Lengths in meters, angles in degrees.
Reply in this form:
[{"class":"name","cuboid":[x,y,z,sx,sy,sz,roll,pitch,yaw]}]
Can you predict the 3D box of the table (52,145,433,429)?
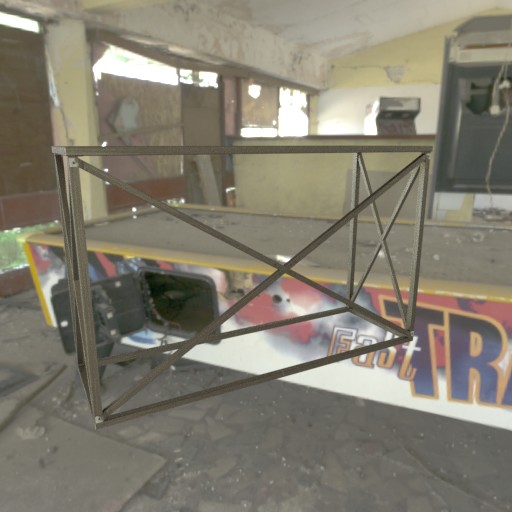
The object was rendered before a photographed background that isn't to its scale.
[{"class":"table","cuboid":[0.000,0.000,1.565,1.216,0.753,0.402,-7,16,-27]}]
